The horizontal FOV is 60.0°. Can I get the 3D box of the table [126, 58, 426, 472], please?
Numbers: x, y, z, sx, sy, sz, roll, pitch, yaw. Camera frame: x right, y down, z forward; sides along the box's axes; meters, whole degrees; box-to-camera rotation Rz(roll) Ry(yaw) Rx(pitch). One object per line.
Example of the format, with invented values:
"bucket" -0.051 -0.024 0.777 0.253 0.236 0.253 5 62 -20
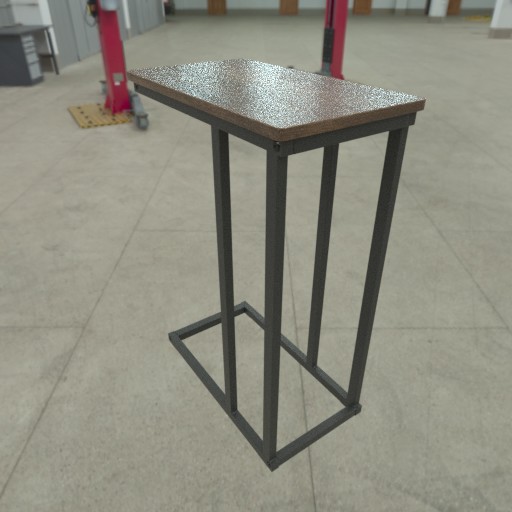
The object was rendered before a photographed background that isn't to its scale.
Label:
"table" 0.000 0.000 0.860 0.254 0.637 0.450 -20 37 -29
